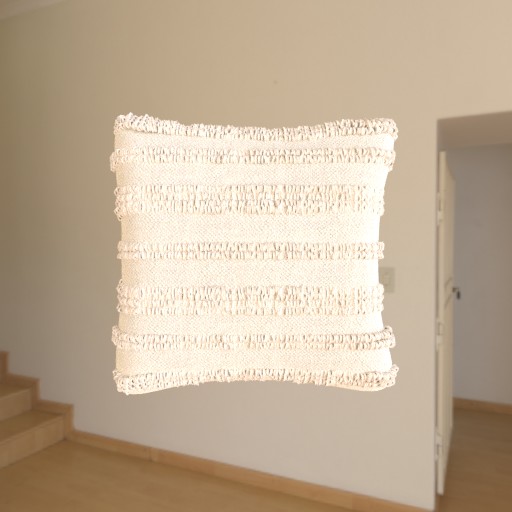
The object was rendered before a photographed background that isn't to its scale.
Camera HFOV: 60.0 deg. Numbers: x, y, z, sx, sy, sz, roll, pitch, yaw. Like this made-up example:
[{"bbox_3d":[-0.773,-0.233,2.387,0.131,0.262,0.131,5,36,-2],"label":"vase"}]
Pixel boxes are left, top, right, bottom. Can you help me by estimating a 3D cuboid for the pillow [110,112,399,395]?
[{"bbox_3d":[0.000,0.000,0.673,0.437,0.427,0.145,0,1,-1],"label":"pillow"}]
